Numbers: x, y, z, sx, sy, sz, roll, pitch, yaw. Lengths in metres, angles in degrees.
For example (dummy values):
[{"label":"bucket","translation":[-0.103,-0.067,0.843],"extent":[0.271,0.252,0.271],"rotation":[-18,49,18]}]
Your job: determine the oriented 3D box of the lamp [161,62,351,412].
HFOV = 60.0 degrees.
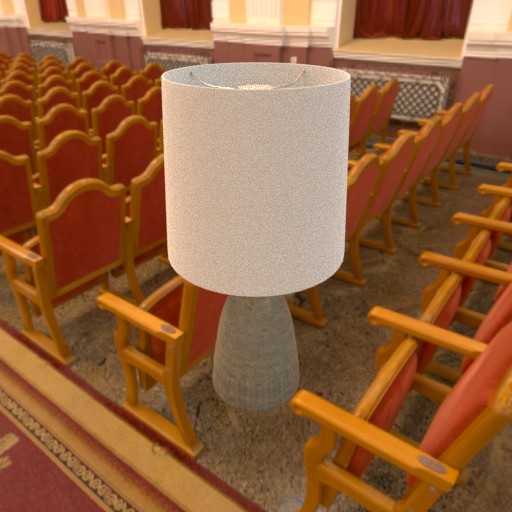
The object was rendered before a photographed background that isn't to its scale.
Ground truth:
[{"label":"lamp","translation":[0.000,0.000,0.481],"extent":[0.186,0.369,0.186],"rotation":[0,30,0]}]
